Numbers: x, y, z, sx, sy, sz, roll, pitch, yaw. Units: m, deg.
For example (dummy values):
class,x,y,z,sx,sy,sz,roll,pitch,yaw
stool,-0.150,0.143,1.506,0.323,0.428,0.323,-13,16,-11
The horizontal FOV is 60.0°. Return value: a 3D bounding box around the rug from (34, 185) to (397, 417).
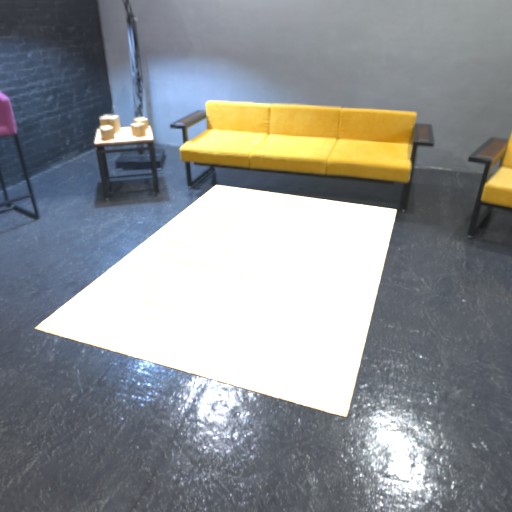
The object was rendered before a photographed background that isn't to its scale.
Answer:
class,x,y,z,sx,sy,sz,roll,pitch,yaw
rug,0.000,0.000,4.437,2.438,0.010,3.353,10,31,18
